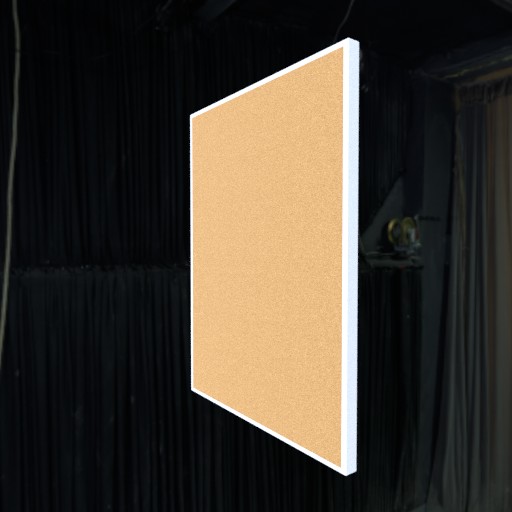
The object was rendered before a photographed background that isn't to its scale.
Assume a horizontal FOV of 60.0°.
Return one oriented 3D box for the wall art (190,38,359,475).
[{"bbox_3d":[0.000,0.000,1.613,0.046,1.221,0.914,-1,2,-36],"label":"wall art"}]
